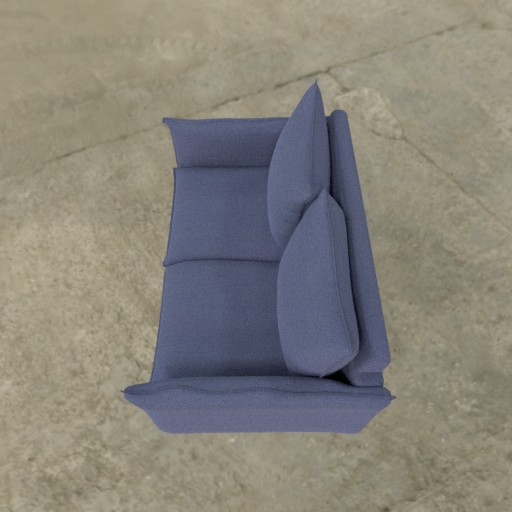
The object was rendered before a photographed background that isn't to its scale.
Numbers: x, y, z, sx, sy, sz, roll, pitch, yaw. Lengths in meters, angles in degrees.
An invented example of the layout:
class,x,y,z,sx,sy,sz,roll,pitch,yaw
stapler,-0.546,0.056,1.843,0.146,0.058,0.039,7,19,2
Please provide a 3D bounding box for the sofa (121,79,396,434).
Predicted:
class,x,y,z,sx,sy,sz,roll,pitch,yaw
sofa,0.000,0.000,1.810,0.820,0.840,1.300,0,57,0
